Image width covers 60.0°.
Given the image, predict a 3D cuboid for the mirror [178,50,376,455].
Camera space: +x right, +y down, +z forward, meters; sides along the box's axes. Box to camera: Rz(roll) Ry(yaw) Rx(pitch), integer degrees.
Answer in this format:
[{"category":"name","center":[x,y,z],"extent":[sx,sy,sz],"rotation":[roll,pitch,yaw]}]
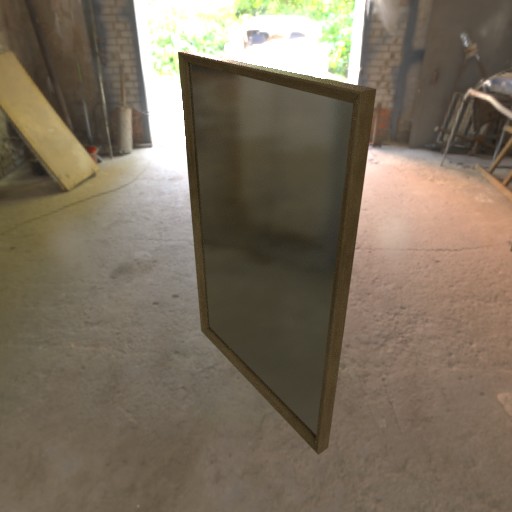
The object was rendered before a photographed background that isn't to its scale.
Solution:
[{"category":"mirror","center":[0.000,0.000,1.149],"extent":[0.041,0.915,0.609],"rotation":[-21,37,-30]}]
